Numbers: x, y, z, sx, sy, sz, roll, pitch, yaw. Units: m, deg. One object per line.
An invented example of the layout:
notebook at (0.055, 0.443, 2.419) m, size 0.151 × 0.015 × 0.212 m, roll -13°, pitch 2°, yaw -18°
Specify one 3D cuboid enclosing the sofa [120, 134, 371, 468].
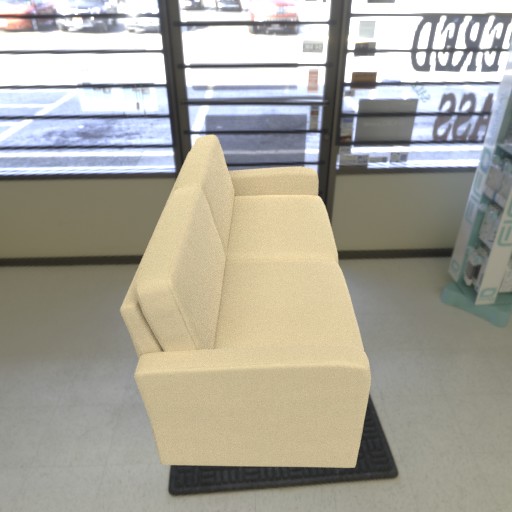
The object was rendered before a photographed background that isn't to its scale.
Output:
sofa at (0.000, 0.000, 2.295) m, size 0.894 × 0.831 × 1.808 m, roll 0°, pitch 32°, yaw 1°
